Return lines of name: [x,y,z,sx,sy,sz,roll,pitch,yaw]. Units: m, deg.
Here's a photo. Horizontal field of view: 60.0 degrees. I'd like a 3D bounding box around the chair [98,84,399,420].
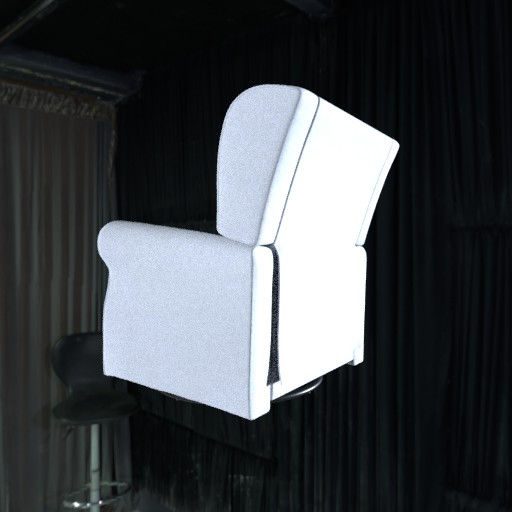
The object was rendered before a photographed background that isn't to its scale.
chair: [0.000,0.000,1.700,0.854,0.967,0.906,1,2,36]
